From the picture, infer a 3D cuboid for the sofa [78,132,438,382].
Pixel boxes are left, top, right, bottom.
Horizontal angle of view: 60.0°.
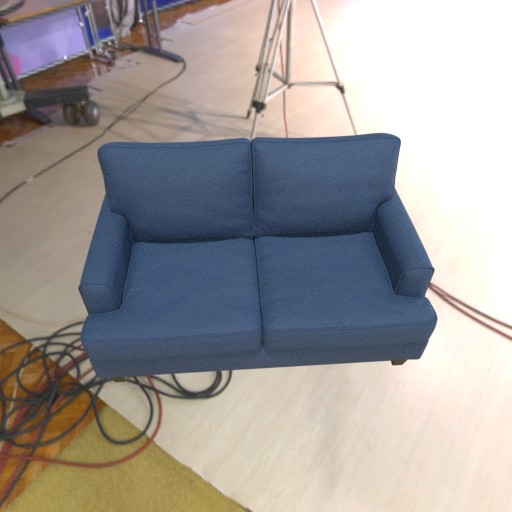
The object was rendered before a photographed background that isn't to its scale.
[{"bbox_3d":[0.000,0.000,2.281,1.651,0.965,0.965,-3,45,-3],"label":"sofa"}]
